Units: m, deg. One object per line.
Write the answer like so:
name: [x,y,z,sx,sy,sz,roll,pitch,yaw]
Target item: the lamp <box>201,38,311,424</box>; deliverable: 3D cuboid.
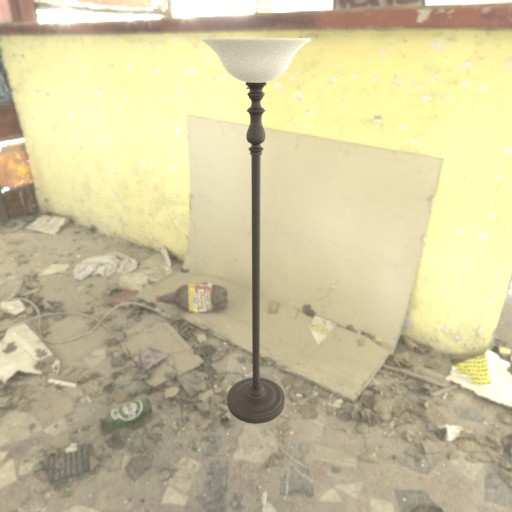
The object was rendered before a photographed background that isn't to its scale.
lamp: [0.000,0.000,2.040,0.405,1.797,0.405,-17,31,-31]
